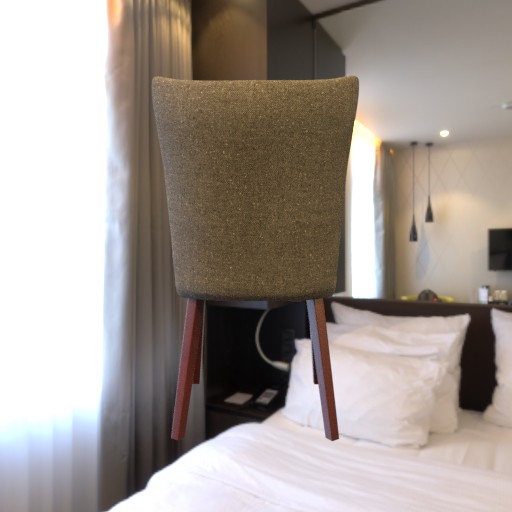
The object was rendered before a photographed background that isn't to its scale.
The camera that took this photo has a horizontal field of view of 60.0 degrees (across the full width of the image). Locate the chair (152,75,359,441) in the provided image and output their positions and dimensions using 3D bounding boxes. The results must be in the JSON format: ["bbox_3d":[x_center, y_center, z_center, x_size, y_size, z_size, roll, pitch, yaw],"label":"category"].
[{"bbox_3d":[0.000,0.000,1.316,0.535,0.924,0.623,0,0,1],"label":"chair"}]
